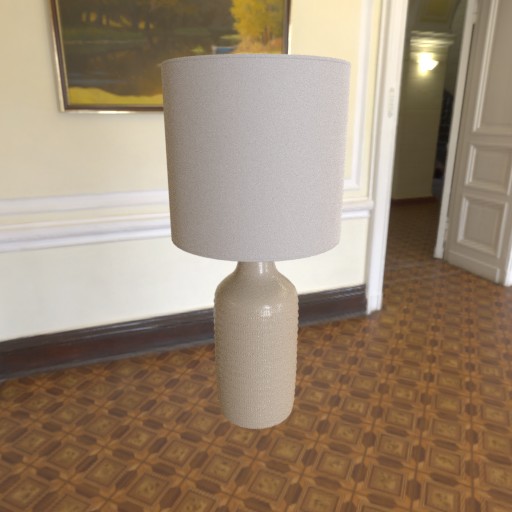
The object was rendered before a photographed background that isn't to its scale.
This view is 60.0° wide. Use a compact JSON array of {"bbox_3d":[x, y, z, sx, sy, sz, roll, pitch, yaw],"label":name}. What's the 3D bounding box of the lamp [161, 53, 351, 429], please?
[{"bbox_3d":[0.000,0.000,0.598,0.220,0.475,0.220,-2,18,-8],"label":"lamp"}]
